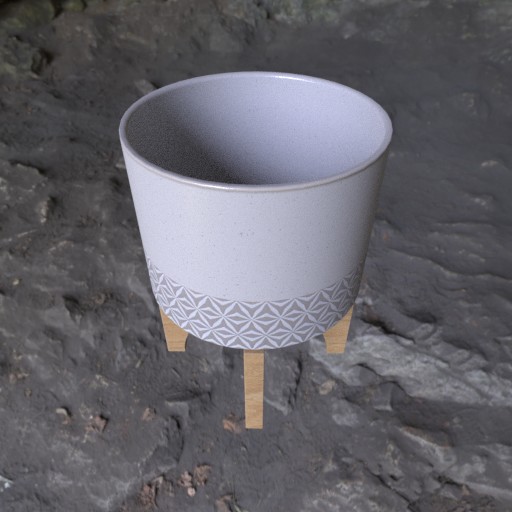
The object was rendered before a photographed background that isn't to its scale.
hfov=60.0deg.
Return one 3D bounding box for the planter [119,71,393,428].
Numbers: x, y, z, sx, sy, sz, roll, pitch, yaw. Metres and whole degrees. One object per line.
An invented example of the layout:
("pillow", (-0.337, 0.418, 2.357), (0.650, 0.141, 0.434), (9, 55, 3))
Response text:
("planter", (0.000, 0.000, 0.397), (0.188, 0.260, 0.188), (0, 41, 0))
